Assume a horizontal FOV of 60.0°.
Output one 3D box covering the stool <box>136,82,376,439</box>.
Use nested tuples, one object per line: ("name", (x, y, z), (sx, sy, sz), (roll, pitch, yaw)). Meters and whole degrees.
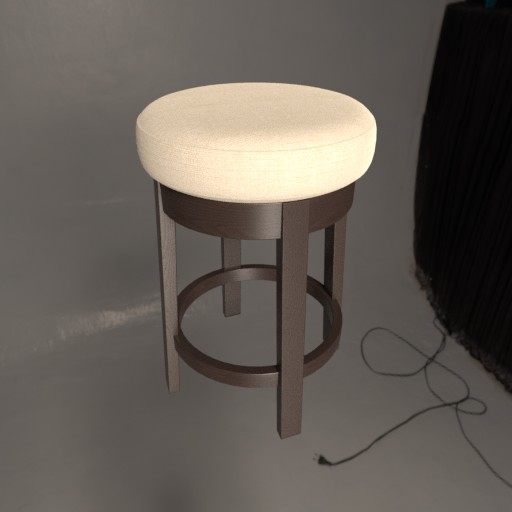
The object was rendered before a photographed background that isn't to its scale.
("stool", (0.000, 0.000, 0.954), (0.449, 0.655, 0.449), (0, 32, 0))
